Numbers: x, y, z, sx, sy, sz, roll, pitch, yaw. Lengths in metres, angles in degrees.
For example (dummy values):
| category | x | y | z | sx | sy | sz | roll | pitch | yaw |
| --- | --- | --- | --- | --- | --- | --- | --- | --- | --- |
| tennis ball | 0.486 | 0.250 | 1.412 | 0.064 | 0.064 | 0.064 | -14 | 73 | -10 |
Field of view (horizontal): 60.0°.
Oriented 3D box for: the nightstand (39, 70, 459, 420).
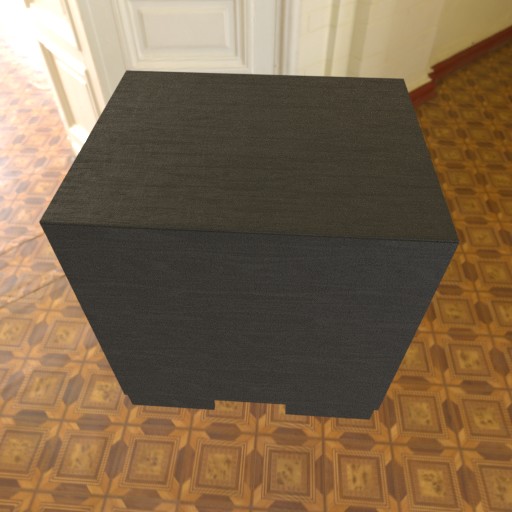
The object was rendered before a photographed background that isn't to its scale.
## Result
| category | x | y | z | sx | sy | sz | roll | pitch | yaw |
| --- | --- | --- | --- | --- | --- | --- | --- | --- | --- |
| nightstand | 0.000 | 0.000 | 0.728 | 0.427 | 0.448 | 0.347 | 3 | 48 | 2 |
